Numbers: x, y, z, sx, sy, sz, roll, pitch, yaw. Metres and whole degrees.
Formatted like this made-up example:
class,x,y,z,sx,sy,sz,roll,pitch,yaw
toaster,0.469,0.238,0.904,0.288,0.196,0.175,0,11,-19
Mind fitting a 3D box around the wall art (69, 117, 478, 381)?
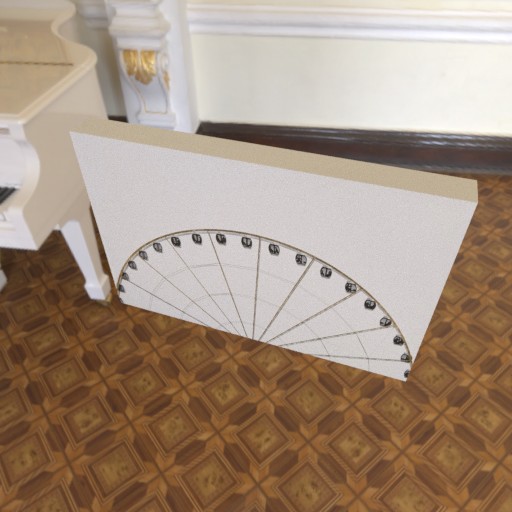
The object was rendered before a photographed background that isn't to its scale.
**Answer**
class,x,y,z,sx,sy,sz,roll,pitch,yaw
wall art,0.000,0.000,0.494,0.384,0.254,0.039,13,43,14
